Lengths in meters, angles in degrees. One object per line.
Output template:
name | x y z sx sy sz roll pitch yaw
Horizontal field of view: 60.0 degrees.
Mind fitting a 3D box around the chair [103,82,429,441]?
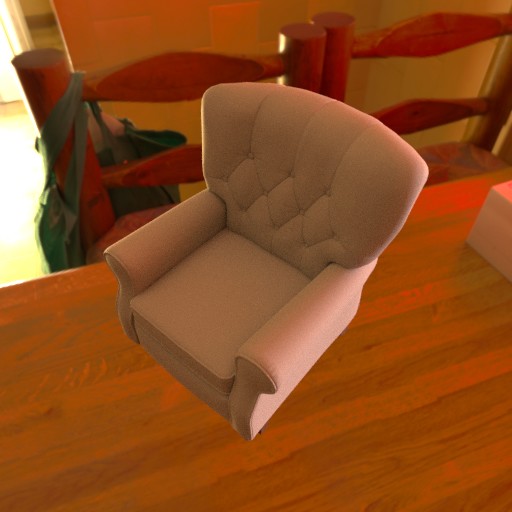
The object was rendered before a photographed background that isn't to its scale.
chair | 0.000 0.000 2.080 1.090 1.217 1.128 32 54 27
